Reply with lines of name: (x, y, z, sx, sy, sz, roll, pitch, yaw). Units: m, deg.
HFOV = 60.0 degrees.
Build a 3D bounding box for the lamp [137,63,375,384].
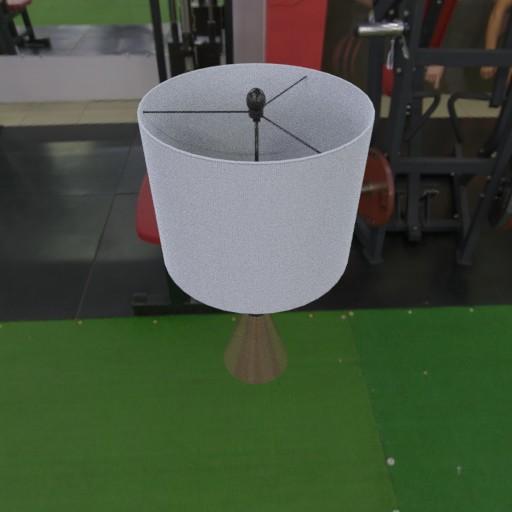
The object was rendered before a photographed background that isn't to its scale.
lamp: (0.000, 0.000, 0.756, 0.304, 0.573, 0.304, 0, 42, 0)
